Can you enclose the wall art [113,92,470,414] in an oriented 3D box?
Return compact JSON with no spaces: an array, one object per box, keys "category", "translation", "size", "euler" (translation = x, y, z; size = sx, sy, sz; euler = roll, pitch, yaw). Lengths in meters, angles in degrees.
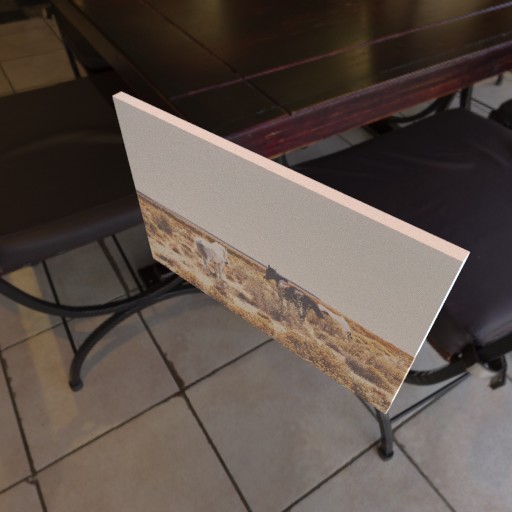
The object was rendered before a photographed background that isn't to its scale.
[{"category":"wall art","translation":[0.000,0.000,1.943],"size":[1.520,1.016,0.051],"euler":[30,54,25]}]
